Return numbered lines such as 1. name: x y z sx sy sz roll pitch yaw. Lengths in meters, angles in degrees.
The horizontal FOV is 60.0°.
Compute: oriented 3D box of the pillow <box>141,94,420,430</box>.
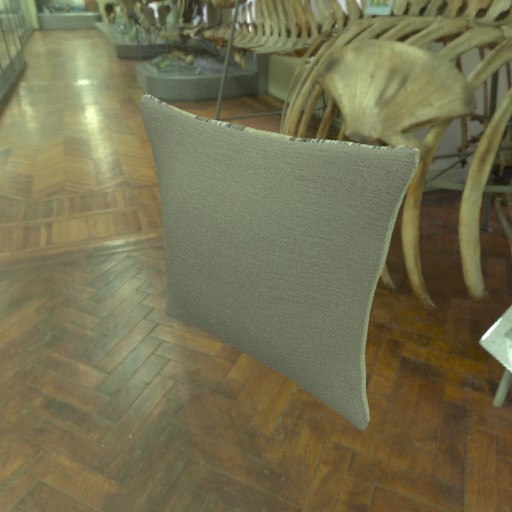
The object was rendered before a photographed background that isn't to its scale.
1. pillow: 0.000 0.000 0.664 0.435 0.416 0.189 22 37 33
